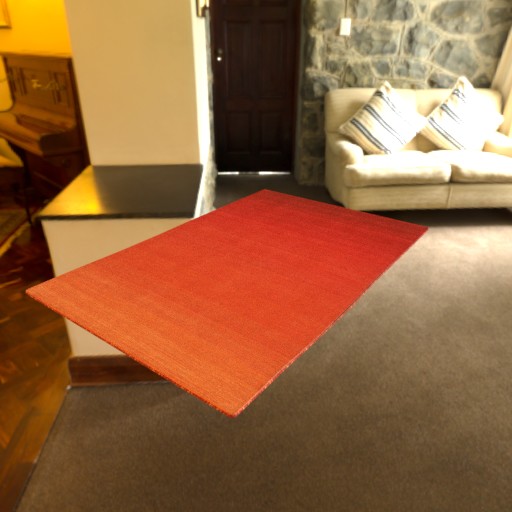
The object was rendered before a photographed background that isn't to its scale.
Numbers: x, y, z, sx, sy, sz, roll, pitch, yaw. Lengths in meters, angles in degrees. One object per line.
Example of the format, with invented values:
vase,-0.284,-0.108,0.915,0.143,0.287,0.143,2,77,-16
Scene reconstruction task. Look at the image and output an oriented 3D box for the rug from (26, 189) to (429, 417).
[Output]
rug,0.000,0.000,2.316,1.230,0.018,1.835,19,32,33
